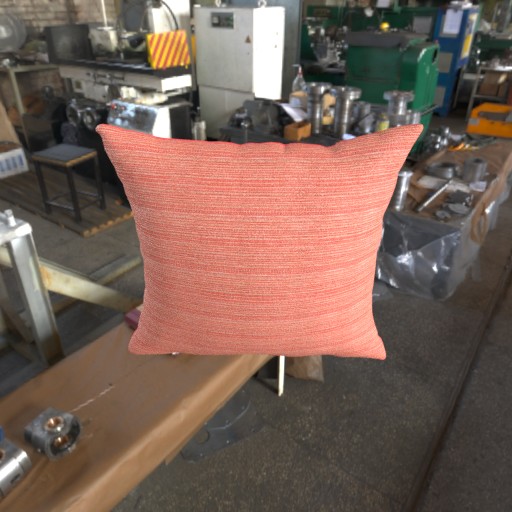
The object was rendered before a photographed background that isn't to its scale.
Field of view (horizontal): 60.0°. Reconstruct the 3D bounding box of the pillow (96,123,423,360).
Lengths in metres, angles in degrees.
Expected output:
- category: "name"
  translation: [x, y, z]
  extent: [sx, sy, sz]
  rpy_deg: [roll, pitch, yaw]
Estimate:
- category: "pillow"
  translation: [0.000, 0.000, 0.844]
  extent: [0.559, 0.501, 0.229]
  rpy_deg: [1, 30, 2]
